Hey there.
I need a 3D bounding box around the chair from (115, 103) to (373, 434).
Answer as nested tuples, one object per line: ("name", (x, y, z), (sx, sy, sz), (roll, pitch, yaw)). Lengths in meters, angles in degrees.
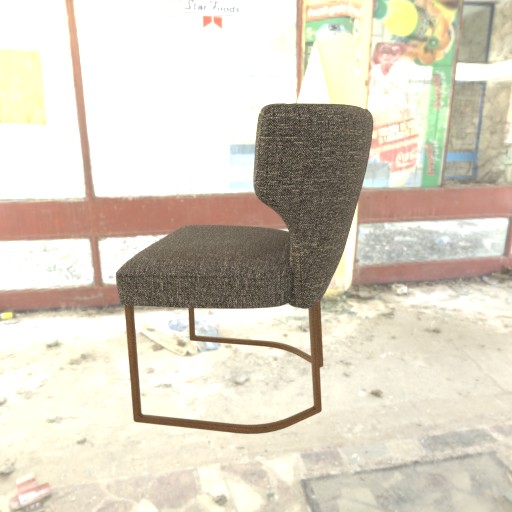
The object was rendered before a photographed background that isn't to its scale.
("chair", (0.000, 0.000, 1.293), (0.617, 0.824, 0.611), (2, 16, 9))
